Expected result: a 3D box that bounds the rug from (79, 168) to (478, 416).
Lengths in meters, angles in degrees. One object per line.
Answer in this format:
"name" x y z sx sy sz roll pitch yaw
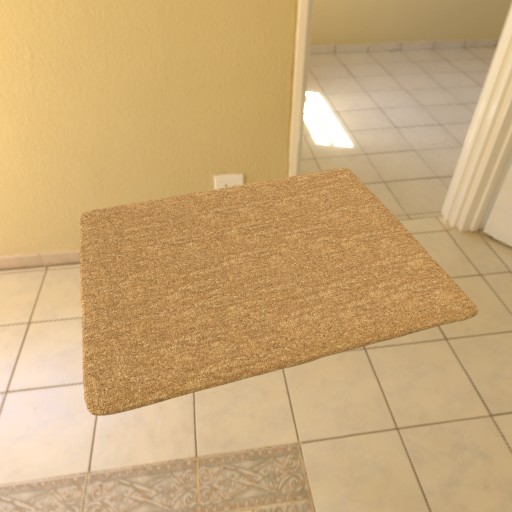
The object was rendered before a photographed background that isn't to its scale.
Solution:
"rug" 0.000 0.000 3.761 2.873 0.050 2.242 -12 43 -13
